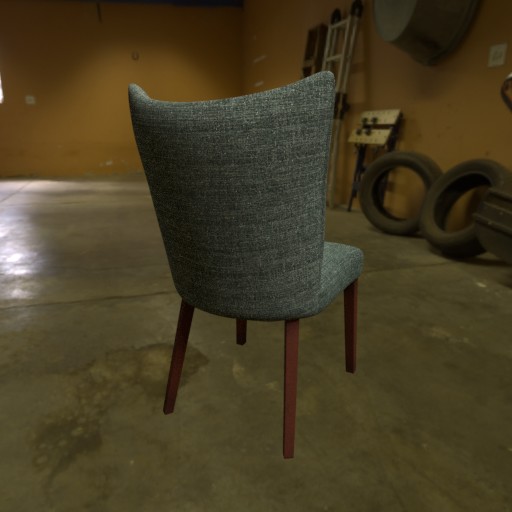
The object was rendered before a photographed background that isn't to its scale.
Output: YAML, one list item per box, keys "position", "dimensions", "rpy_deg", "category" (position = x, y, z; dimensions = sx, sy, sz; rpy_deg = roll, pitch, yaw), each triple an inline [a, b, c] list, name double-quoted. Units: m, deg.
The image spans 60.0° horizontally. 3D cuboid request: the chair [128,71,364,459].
- position: [0.000, 0.000, 1.272]
  dimensions: [0.535, 0.924, 0.623]
  rpy_deg: [8, 18, 27]
  category: "chair"
